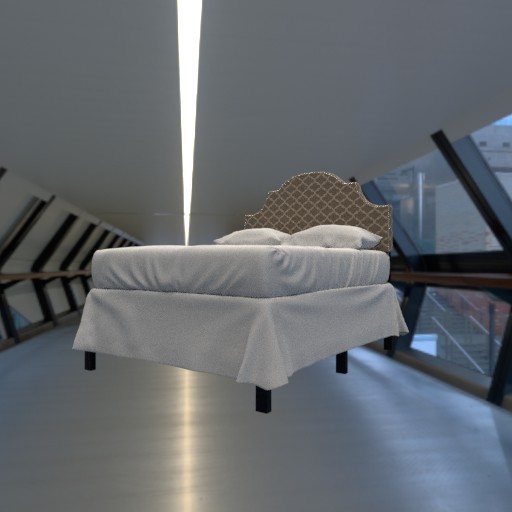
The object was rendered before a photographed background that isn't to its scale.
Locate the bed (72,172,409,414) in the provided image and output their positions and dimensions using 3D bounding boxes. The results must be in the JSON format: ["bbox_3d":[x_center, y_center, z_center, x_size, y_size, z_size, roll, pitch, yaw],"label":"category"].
[{"bbox_3d":[0.000,0.000,3.526,1.780,1.633,2.222,0,-1,35],"label":"bed"}]
